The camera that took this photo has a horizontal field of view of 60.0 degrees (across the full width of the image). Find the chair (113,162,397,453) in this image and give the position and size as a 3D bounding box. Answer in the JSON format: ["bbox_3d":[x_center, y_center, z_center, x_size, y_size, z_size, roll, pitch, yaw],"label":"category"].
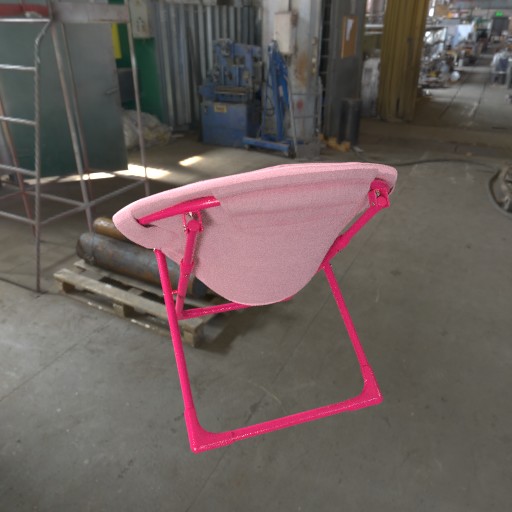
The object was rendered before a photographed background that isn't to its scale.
[{"bbox_3d":[0.000,0.000,0.892,0.522,0.494,0.459,-9,29,-16],"label":"chair"}]
